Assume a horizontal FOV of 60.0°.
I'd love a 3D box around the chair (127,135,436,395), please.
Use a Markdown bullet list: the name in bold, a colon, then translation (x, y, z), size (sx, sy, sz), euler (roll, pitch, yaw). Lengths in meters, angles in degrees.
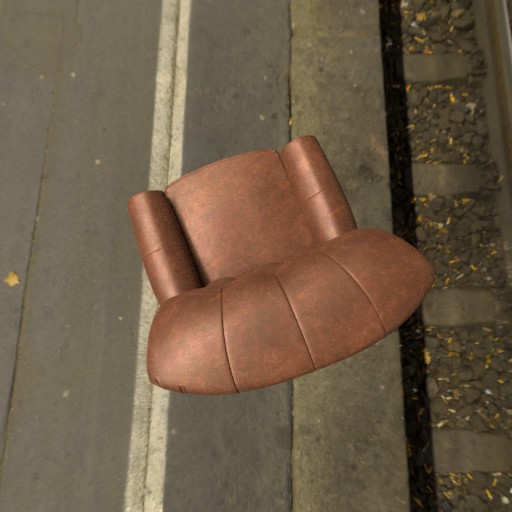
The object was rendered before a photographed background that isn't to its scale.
- **chair**: translation (0.000, 0.000, 1.971), size (0.979, 1.162, 1.031), euler (-20, 78, -5)
